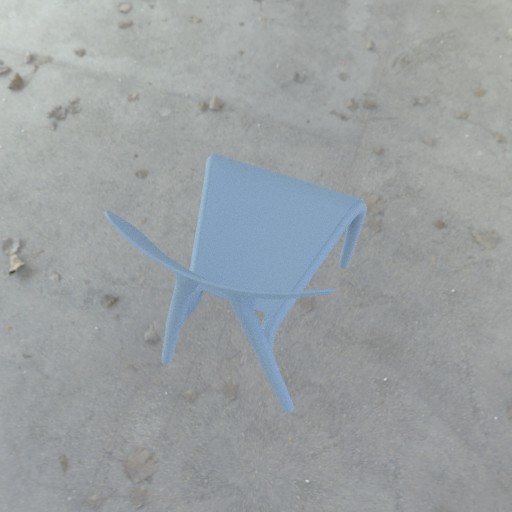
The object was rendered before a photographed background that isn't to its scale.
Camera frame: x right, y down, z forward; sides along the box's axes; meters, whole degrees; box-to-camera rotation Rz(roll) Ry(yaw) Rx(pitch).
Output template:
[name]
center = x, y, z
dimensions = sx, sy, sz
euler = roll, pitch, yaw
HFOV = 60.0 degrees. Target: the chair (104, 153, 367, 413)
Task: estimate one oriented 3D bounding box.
[chair]
center = 0.000, 0.000, 0.814
dimensions = 0.356, 0.580, 0.401
euler = 19, 66, 9
